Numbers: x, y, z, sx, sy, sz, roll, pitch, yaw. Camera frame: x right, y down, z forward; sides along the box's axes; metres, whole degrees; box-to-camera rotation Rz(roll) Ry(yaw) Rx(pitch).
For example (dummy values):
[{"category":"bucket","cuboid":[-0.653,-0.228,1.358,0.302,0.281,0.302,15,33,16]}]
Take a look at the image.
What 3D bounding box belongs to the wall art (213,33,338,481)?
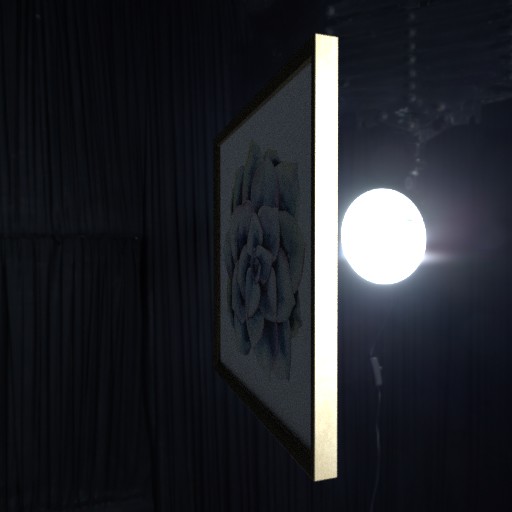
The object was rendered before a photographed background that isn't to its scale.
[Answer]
[{"category":"wall art","cuboid":[0.000,0.000,0.742,0.030,0.506,0.503,0,1,-19]}]
